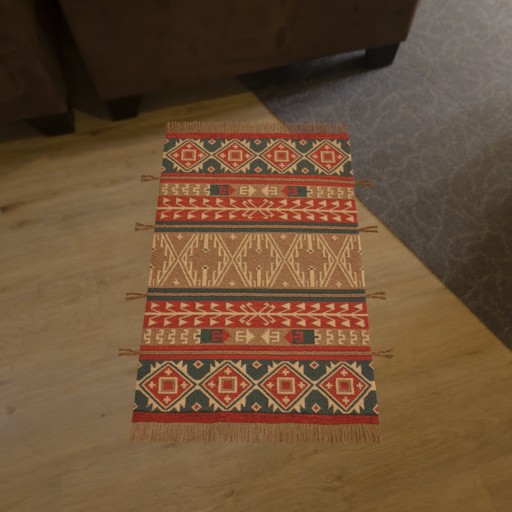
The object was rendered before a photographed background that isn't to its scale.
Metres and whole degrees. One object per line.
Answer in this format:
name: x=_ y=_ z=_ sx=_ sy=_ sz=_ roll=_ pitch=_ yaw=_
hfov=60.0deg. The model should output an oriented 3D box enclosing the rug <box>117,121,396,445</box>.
rug: x=0.000 y=0.000 z=2.576 sx=1.469 sy=0.040 sz=2.025 roll=0 pitch=65 yaw=0
